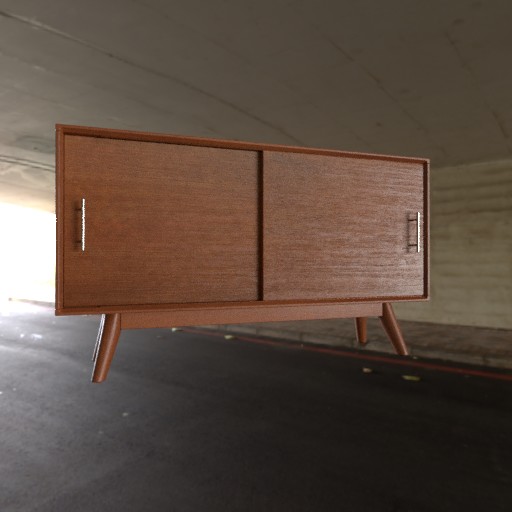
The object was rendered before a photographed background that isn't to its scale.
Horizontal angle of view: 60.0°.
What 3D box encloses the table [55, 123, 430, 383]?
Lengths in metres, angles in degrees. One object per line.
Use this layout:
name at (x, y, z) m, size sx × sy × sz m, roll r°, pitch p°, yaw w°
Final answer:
table at (0.000, 0.000, 1.498) m, size 1.220 × 0.698 × 0.308 m, roll 0°, pitch 0°, yaw -20°
